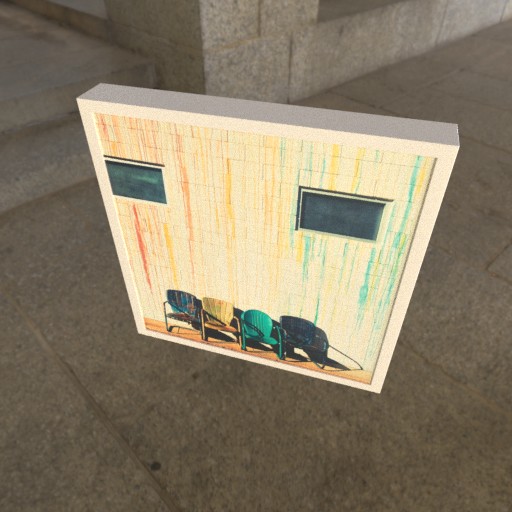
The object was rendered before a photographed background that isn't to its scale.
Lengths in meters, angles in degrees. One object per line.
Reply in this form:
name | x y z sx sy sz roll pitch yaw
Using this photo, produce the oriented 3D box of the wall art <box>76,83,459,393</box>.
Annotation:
wall art | 0.000 0.000 0.451 0.305 0.305 0.038 11 42 13
